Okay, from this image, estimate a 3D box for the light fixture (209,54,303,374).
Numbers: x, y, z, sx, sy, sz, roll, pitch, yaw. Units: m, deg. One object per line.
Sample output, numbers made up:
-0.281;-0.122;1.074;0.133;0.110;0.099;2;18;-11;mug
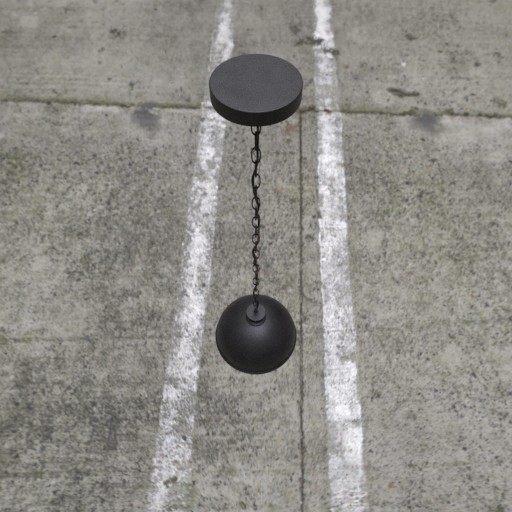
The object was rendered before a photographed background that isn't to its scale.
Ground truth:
0.000;0.000;1.209;0.304;1.090;0.304;2;57;1;light fixture
